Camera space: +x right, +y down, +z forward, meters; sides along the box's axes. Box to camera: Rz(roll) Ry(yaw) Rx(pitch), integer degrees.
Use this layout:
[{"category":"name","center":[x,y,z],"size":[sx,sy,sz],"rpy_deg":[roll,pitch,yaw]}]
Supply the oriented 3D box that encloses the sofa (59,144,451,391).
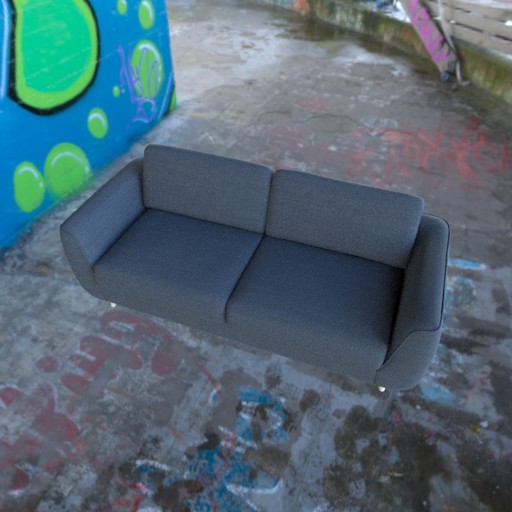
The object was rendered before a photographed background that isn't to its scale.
[{"category":"sofa","center":[0.000,0.000,2.520],"size":[2.000,0.850,0.920],"rpy_deg":[14,44,15]}]
